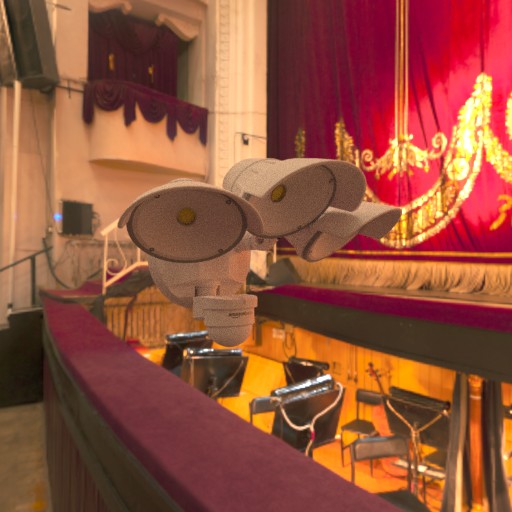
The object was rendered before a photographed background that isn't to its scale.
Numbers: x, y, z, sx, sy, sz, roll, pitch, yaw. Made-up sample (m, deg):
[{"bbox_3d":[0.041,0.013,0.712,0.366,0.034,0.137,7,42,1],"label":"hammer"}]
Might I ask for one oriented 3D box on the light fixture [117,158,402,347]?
[{"bbox_3d":[0.000,0.000,0.534,0.369,0.237,0.278,0,0,-36],"label":"light fixture"}]
